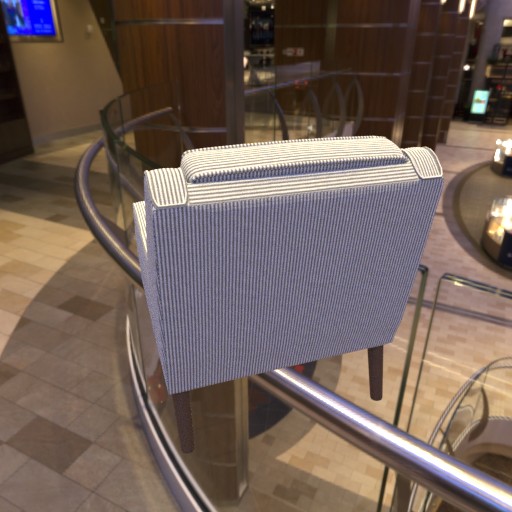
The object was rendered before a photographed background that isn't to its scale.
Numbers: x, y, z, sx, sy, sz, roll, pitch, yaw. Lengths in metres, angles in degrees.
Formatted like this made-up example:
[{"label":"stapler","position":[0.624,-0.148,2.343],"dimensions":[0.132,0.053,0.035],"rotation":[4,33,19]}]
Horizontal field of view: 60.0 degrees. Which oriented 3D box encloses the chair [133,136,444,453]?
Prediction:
[{"label":"chair","position":[0.000,0.000,1.344],"dimensions":[0.663,0.792,0.743],"rotation":[-9,27,-17]}]
